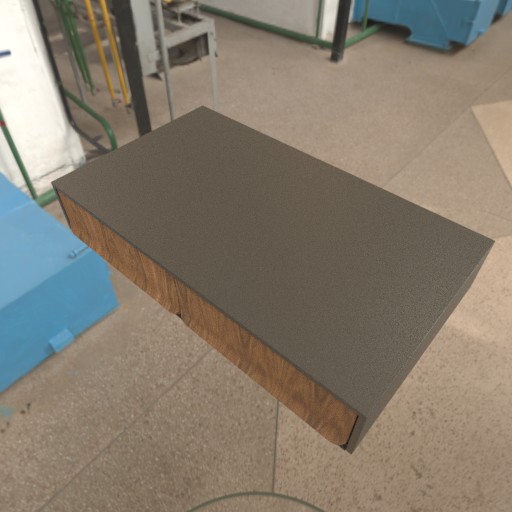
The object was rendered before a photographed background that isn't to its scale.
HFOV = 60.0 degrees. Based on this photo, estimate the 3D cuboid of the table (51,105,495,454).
[{"bbox_3d":[0.000,0.000,1.501,1.201,0.404,0.703,32,54,27],"label":"table"}]
